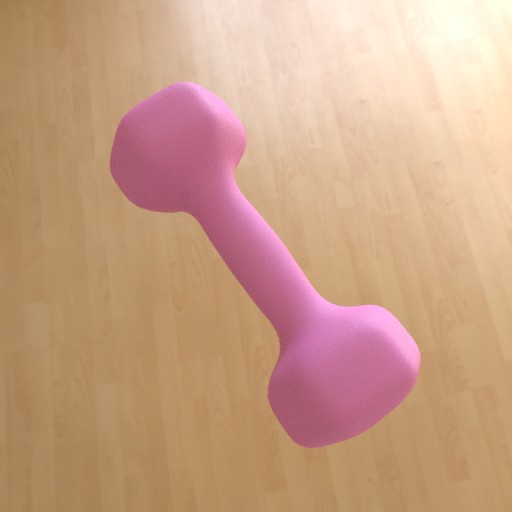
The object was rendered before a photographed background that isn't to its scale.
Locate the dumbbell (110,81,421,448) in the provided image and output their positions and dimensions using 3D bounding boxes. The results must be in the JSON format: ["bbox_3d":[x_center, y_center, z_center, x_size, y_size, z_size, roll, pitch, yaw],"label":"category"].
[{"bbox_3d":[0.000,0.000,0.189,0.064,0.058,0.159,-34,78,-8],"label":"dumbbell"}]
